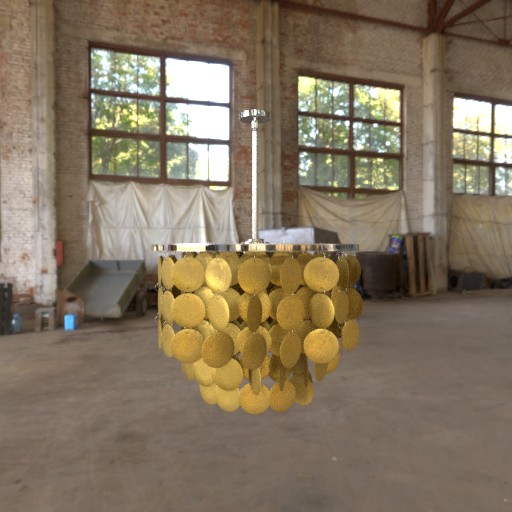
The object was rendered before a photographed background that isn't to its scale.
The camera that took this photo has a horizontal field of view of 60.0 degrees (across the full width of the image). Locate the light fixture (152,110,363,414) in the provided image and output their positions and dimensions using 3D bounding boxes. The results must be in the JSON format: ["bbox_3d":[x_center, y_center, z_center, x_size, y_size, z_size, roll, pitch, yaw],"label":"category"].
[{"bbox_3d":[0.000,0.000,0.770,0.368,0.492,0.368,0,1,0],"label":"light fixture"}]
